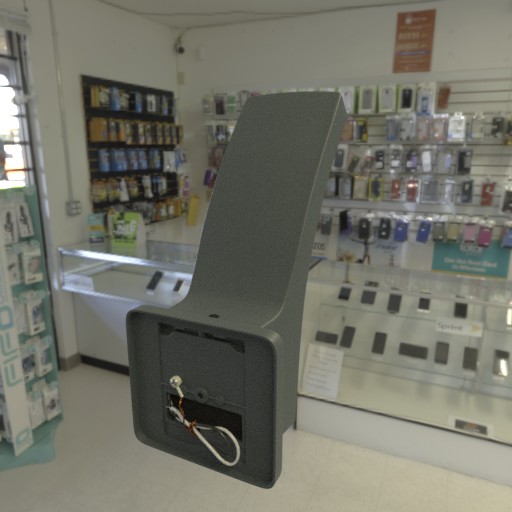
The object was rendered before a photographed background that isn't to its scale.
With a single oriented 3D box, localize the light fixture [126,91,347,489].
[{"bbox_3d":[0.000,0.000,0.330,0.108,0.243,0.174,7,16,26],"label":"light fixture"}]
